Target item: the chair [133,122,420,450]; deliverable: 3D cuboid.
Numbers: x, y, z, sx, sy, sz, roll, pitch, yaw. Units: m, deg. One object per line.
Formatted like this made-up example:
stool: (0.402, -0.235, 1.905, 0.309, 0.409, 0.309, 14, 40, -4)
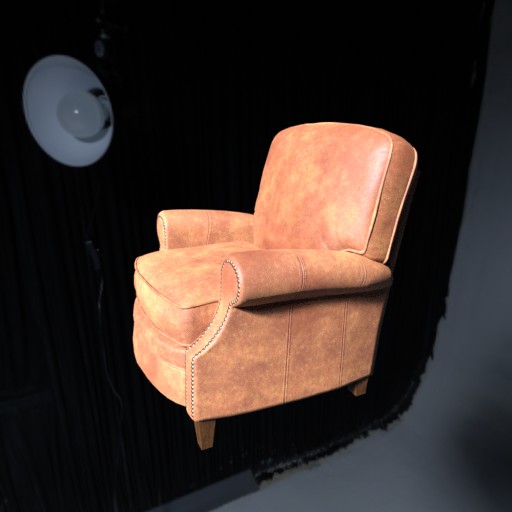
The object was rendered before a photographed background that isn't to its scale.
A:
chair: (0.000, 0.000, 1.761, 0.986, 1.018, 0.936, -8, 18, -25)
